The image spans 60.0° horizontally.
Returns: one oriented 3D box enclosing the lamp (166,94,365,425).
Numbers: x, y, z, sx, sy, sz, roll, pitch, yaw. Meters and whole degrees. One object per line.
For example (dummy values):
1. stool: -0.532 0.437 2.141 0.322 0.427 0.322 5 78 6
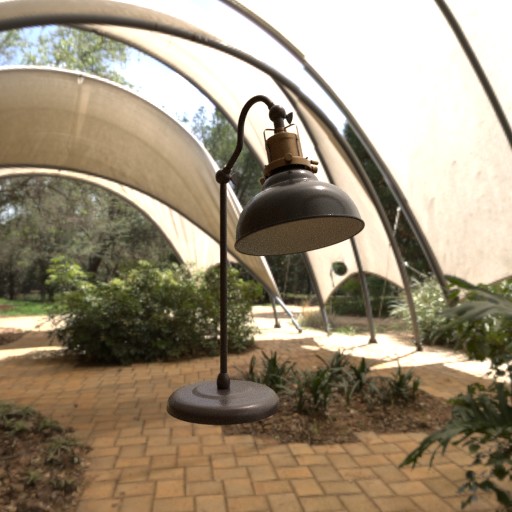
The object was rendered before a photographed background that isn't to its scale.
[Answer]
1. lamp: 0.000 0.000 0.695 0.192 0.508 0.374 1 -2 -37
